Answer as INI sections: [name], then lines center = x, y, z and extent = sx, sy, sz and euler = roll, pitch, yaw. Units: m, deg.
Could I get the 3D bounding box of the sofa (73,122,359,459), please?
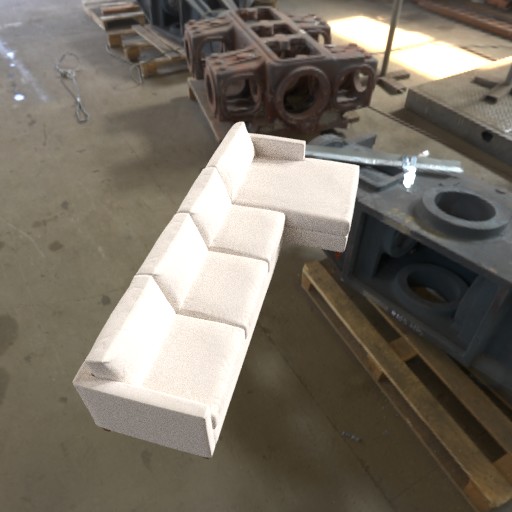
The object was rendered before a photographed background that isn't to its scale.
[sofa]
center = 0.000, 0.000, 4.108
extent = 1.606, 0.954, 3.471
euler = 11, 45, 11
